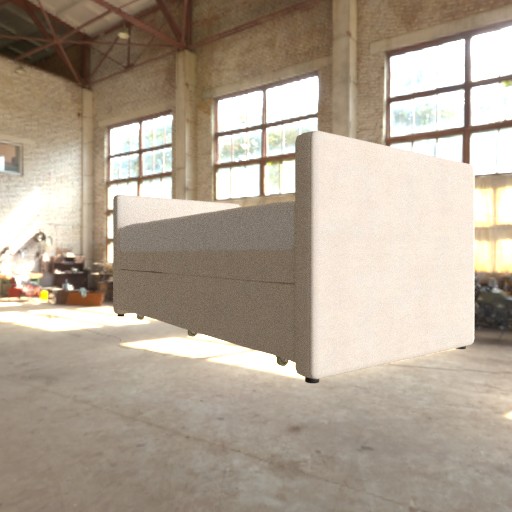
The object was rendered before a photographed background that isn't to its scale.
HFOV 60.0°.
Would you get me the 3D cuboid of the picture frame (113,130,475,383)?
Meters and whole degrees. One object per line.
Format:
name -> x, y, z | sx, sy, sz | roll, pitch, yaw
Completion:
picture frame -> 0.000, 0.000, 2.707 | 1.069, 0.891, 2.161 | 0, 0, -36
